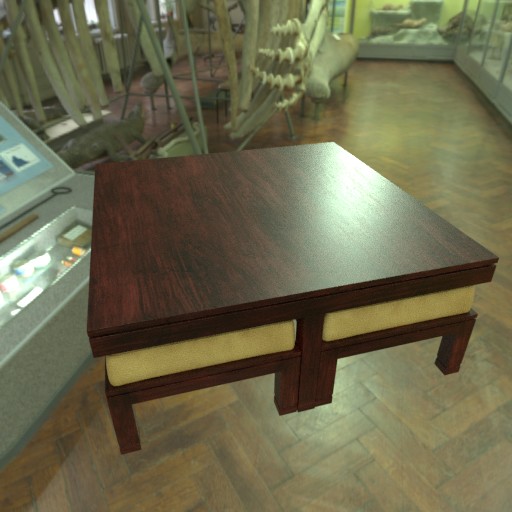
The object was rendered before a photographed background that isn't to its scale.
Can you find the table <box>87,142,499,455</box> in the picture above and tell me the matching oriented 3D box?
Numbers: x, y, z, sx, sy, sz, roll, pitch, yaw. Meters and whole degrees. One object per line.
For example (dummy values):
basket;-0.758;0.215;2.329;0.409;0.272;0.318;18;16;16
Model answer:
table;0.000;0.000;1.320;0.865;0.356;0.865;-9;33;-14
